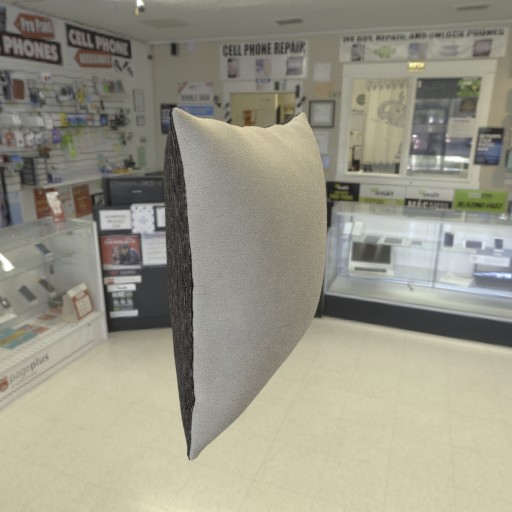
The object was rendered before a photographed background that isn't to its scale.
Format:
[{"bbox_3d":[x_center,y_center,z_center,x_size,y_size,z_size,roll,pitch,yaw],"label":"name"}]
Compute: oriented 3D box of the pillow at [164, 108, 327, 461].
[{"bbox_3d":[0.000,0.000,0.695,0.196,0.434,0.433,7,19,22],"label":"pillow"}]
